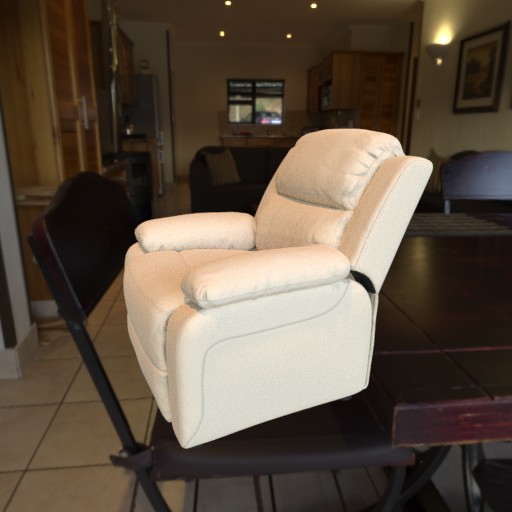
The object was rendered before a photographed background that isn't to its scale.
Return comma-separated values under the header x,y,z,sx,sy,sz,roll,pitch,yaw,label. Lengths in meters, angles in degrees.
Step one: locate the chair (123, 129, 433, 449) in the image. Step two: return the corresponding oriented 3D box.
x,y,z,sx,sy,sz,roll,pitch,yaw,label
0.000,0.000,1.270,0.709,0.702,0.680,-7,17,-24,chair
